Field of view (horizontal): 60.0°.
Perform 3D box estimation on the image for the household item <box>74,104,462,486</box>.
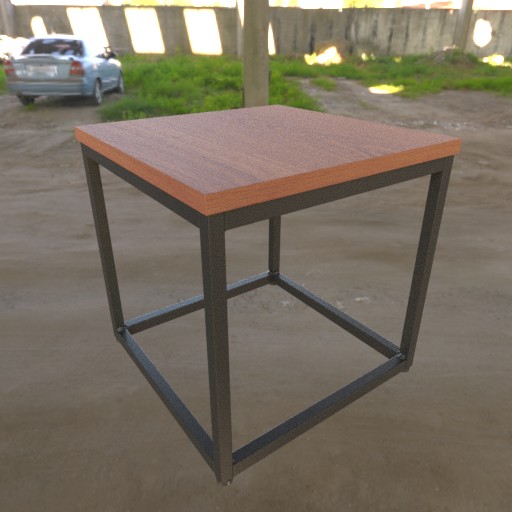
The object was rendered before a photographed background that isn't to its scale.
[{"bbox_3d":[0.000,0.000,0.729,0.400,0.400,0.400,-18,32,-32],"label":"household item"}]
